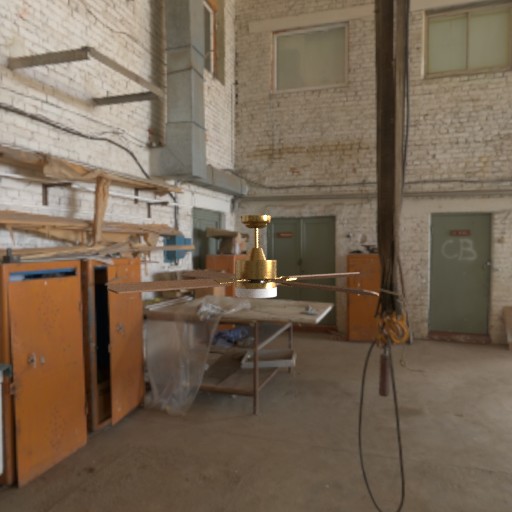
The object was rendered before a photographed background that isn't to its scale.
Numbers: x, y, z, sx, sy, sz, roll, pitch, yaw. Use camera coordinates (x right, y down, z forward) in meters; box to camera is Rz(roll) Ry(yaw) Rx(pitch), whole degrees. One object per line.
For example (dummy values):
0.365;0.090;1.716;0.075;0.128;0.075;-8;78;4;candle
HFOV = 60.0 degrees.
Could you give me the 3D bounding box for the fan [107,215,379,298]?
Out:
0.000;0.000;1.980;1.320;0.355;1.320;-1;2;-36;fan
